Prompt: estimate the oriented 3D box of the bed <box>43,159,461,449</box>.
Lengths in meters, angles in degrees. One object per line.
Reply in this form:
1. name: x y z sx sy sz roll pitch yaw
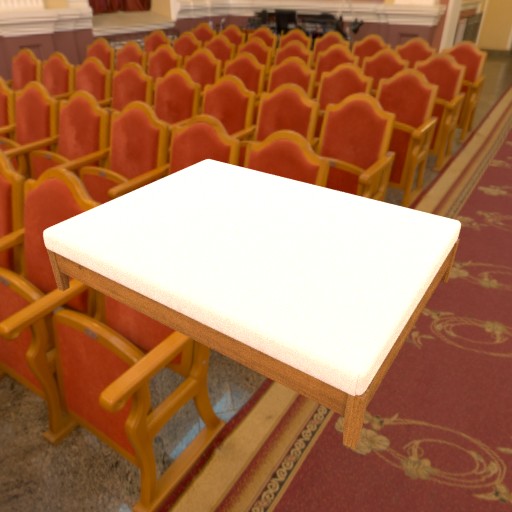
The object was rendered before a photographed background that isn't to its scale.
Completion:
1. bed: 0.000 0.000 2.742 2.016 0.431 1.536 20 37 29
